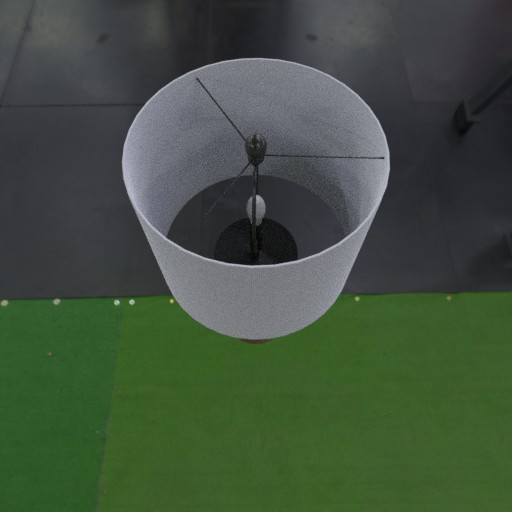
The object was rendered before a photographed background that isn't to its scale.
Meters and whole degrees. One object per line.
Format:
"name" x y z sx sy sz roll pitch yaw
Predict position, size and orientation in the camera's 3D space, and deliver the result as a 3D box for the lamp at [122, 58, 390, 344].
"lamp" 0.000 0.000 0.744 0.304 0.573 0.304 2 63 1
